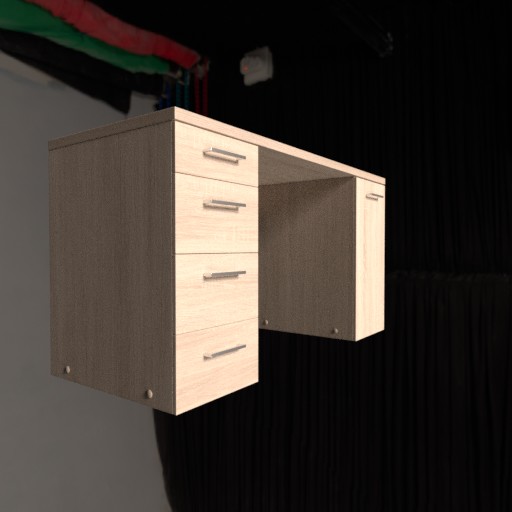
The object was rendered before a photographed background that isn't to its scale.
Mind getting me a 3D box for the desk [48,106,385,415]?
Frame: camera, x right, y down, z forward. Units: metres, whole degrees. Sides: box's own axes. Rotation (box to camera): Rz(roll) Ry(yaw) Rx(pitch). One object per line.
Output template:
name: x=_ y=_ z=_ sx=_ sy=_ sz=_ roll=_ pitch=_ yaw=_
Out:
desk: x=0.000 y=0.000 z=1.778 sx=0.600 sy=0.740 sz=1.390 roll=1 pitch=1 yaw=36
